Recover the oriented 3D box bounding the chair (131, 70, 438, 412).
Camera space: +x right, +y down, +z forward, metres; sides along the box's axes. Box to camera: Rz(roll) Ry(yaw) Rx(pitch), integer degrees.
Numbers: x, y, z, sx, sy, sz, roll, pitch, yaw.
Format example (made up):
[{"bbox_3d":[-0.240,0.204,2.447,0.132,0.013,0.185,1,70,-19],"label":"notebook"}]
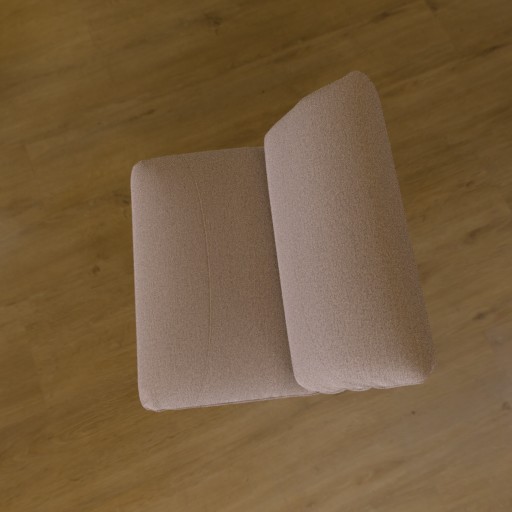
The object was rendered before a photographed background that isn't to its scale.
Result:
[{"bbox_3d":[0.000,0.000,1.307,0.780,0.580,0.820,-6,74,-2],"label":"chair"}]
